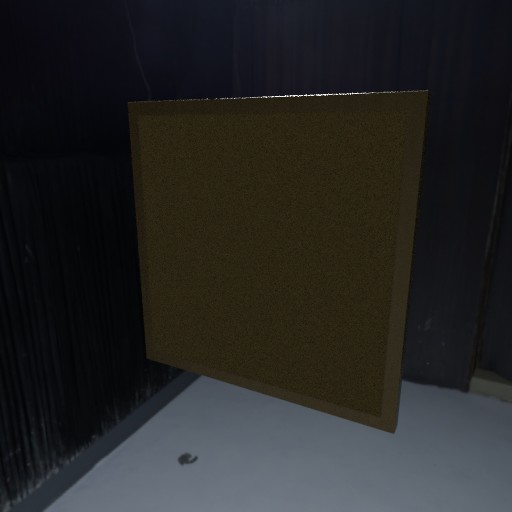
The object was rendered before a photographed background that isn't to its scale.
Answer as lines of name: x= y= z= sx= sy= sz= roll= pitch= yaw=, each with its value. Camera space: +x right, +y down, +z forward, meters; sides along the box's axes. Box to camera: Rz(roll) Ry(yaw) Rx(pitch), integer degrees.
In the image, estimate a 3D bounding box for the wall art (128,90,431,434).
wall art: x=0.000 y=0.000 z=2.877 sx=1.935 sy=1.936 sz=0.097 roll=8 pitch=18 yaw=27
